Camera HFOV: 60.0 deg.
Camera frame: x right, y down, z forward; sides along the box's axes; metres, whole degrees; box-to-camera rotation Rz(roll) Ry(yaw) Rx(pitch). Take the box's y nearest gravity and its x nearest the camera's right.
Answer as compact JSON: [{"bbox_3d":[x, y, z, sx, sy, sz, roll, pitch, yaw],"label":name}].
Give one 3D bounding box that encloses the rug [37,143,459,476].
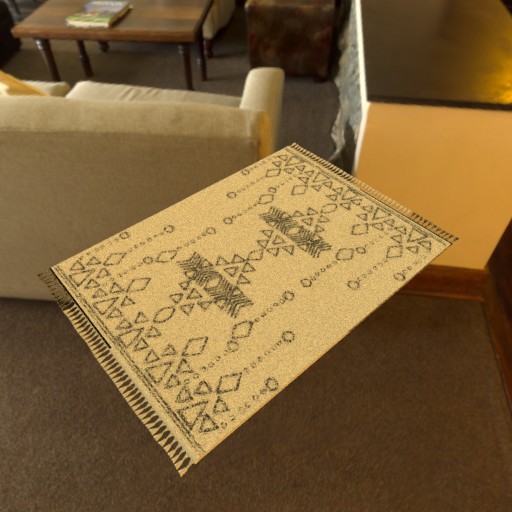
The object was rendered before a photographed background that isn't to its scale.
[{"bbox_3d":[0.000,0.000,2.929,2.312,0.013,1.600,-33,54,-27],"label":"rug"}]
